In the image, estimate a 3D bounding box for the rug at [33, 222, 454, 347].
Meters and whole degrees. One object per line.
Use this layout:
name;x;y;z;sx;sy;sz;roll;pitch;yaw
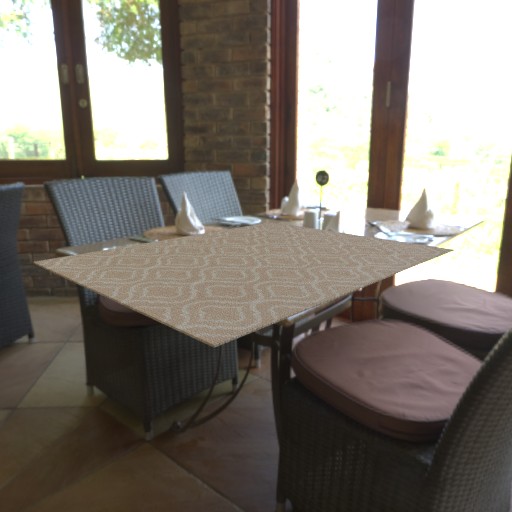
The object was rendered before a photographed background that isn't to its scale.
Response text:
rug;0.000;0.000;3.858;2.286;0.013;2.894;13;18;43
